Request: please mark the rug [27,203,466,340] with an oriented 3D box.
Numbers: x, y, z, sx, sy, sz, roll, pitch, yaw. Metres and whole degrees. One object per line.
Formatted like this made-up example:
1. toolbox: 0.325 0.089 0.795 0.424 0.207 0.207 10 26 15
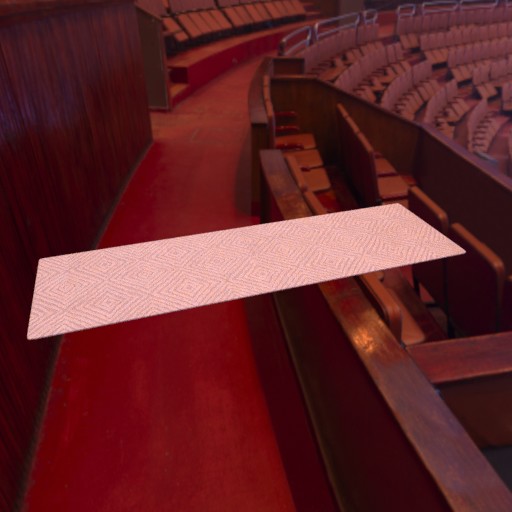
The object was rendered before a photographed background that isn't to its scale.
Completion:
1. rug: 0.000 0.000 2.460 2.277 0.008 0.676 -10 33 -15
